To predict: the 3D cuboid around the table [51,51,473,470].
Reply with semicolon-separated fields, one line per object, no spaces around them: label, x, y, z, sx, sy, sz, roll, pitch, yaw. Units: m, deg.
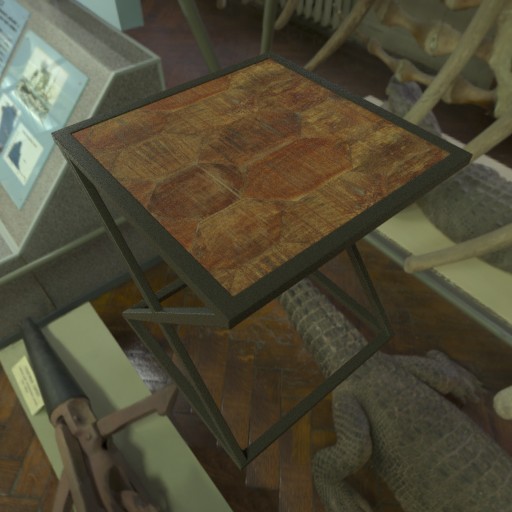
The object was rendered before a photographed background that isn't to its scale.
table;0.000;0.000;0.948;0.500;0.565;0.500;-32;56;-25
